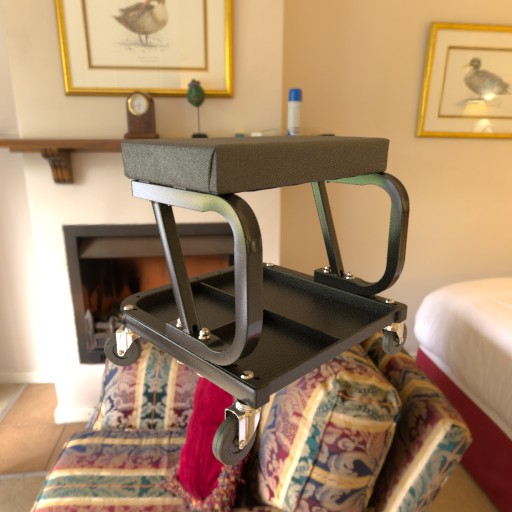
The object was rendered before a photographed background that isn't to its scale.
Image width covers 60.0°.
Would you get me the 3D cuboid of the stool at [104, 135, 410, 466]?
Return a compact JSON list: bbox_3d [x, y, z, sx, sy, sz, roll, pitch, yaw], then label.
[{"bbox_3d":[0.000,0.000,0.737,0.446,0.380,0.371,-16,23,-42],"label":"stool"}]
